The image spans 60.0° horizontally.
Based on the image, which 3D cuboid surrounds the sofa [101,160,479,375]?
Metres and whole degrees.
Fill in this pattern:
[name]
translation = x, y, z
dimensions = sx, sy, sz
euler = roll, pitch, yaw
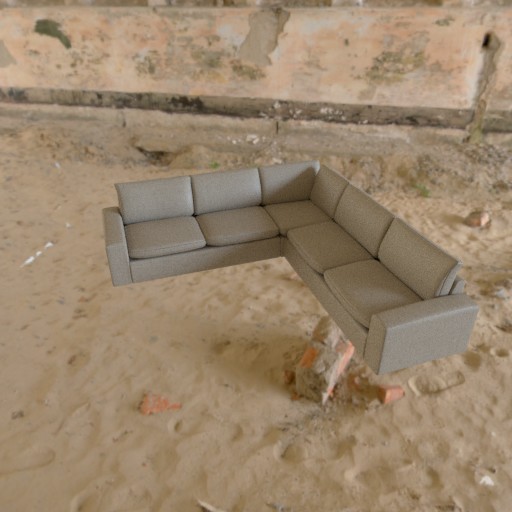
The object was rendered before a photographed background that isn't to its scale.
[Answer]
[sofa]
translation = 0.000, 0.000, 4.111
dimensions = 2.622, 0.800, 2.742
euler = -10, 32, -16
